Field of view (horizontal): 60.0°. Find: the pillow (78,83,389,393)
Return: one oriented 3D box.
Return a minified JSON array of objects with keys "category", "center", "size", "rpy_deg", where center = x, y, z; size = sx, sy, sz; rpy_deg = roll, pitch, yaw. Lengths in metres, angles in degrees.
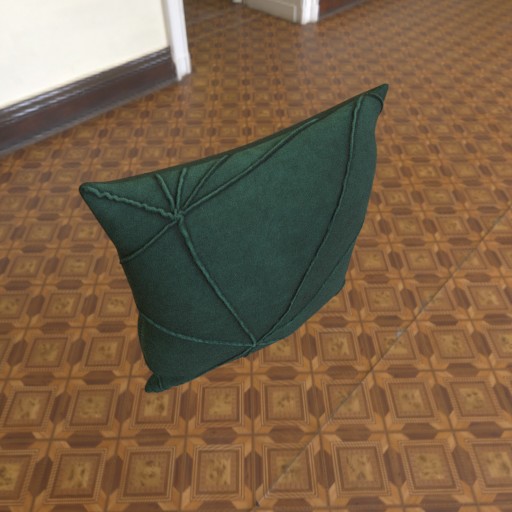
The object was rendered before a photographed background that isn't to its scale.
[{"category":"pillow","center":[0.000,0.000,0.674],"size":[0.439,0.440,0.184],"rpy_deg":[-26,52,-22]}]
